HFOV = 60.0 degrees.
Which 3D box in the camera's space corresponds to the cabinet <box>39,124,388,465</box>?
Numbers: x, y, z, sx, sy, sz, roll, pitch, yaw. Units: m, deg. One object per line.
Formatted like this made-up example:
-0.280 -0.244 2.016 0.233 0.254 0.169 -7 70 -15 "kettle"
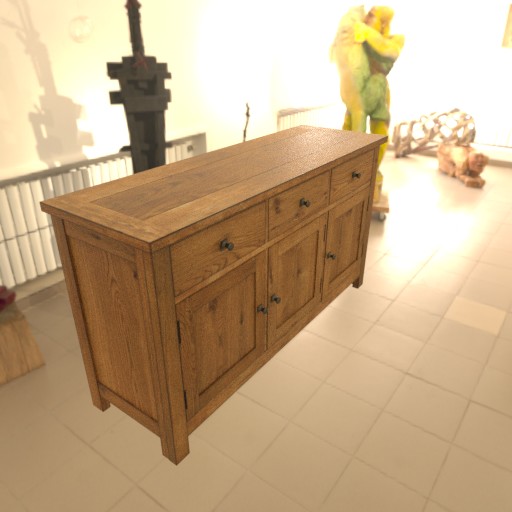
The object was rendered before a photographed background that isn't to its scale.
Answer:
0.000 0.000 1.874 0.480 0.813 1.474 18 32 32 "cabinet"
